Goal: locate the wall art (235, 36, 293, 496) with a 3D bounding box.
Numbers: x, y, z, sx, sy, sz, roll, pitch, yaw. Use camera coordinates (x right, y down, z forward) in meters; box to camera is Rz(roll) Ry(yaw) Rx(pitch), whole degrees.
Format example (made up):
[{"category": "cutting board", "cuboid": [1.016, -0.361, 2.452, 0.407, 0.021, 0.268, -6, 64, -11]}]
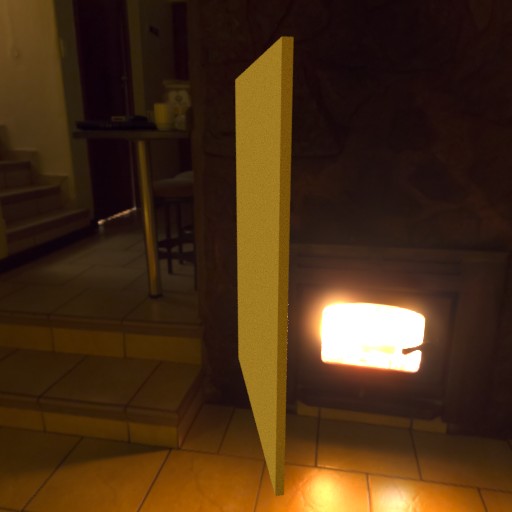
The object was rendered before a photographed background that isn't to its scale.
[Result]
[{"category": "wall art", "cuboid": [0.000, 0.000, 0.592, 0.010, 0.474, 0.325, -3, 16, -9]}]
